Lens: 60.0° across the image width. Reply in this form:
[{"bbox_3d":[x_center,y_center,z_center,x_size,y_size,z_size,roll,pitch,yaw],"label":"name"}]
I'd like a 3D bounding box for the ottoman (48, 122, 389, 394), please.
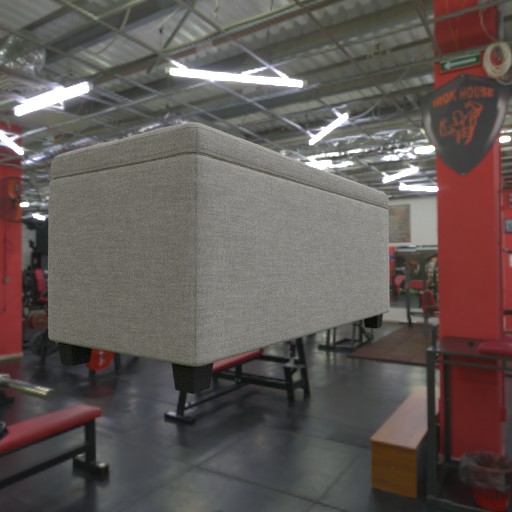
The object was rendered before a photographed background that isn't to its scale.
[{"bbox_3d":[0.000,0.000,1.124,0.419,0.432,0.902,0,-1,35],"label":"ottoman"}]
